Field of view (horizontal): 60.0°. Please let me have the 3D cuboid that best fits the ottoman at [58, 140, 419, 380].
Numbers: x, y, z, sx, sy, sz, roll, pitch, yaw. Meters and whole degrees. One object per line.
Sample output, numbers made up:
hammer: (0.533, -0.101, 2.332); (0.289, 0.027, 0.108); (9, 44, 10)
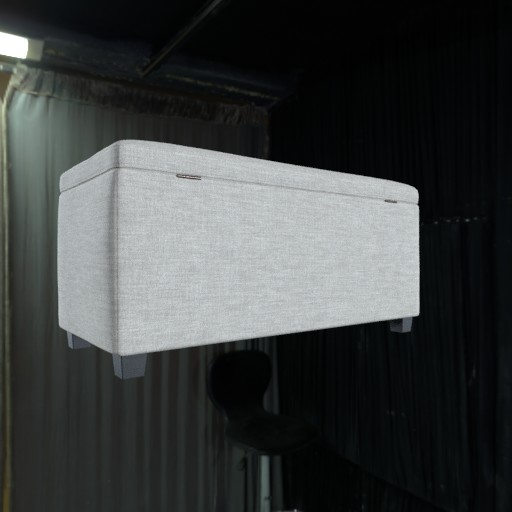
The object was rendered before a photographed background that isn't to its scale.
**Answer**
ottoman: (0.000, 0.000, 1.161); (0.902, 0.432, 0.419); (0, 0, -37)
